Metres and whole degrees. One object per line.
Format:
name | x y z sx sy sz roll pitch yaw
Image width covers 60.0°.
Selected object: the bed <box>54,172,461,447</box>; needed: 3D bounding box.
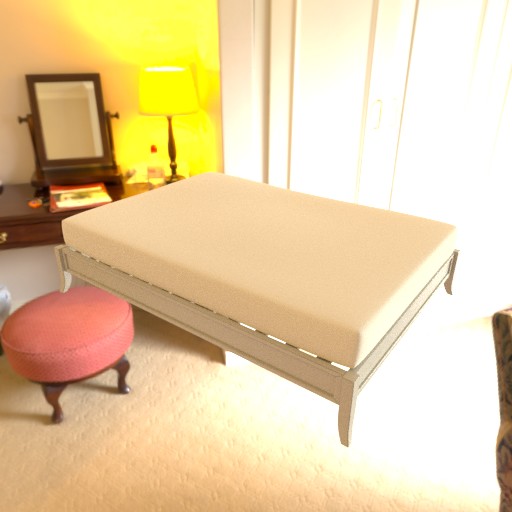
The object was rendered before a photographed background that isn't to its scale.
bed | 0.000 0.000 2.658 1.985 0.510 1.460 18 31 33
